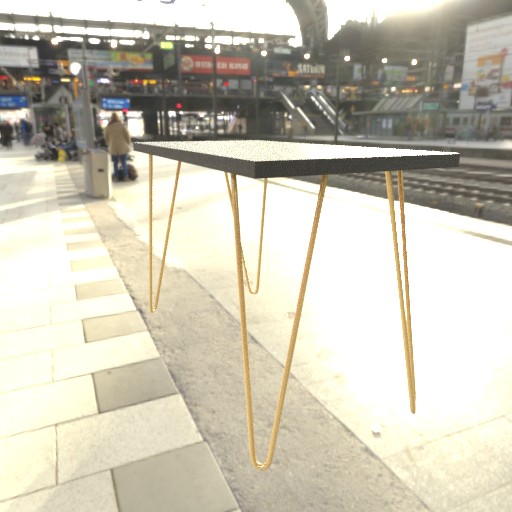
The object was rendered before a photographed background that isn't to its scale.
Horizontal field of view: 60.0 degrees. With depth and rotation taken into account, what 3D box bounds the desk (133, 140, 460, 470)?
[{"bbox_3d":[0.000,0.000,1.375,0.499,0.660,0.991,-8,18,-25],"label":"desk"}]
